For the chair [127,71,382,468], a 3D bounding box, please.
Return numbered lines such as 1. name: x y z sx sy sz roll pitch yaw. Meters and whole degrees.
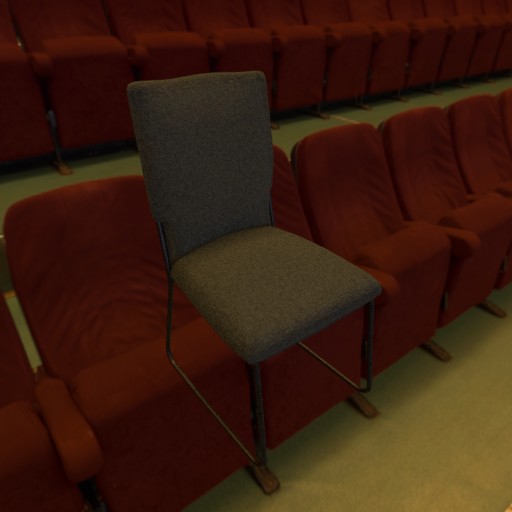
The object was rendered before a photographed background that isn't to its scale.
1. chair: 0.000 0.000 1.294 0.480 0.931 0.635 -21 36 -32
